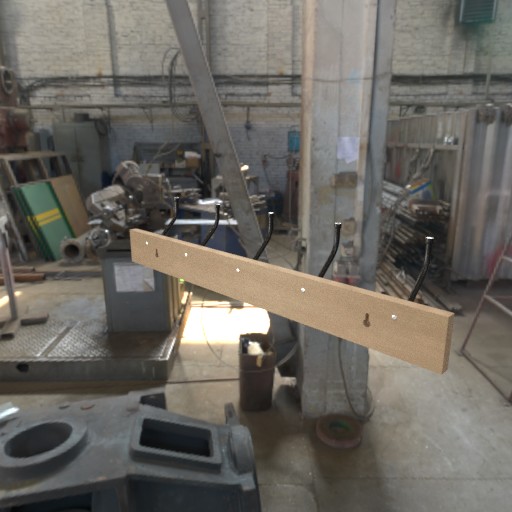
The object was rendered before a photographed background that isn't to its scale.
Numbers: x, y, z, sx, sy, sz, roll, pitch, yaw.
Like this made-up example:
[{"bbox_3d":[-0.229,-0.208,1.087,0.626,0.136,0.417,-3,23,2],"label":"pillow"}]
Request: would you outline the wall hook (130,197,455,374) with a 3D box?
[{"bbox_3d":[0.000,0.000,0.629,0.571,0.117,0.071,14,21,43],"label":"wall hook"}]
